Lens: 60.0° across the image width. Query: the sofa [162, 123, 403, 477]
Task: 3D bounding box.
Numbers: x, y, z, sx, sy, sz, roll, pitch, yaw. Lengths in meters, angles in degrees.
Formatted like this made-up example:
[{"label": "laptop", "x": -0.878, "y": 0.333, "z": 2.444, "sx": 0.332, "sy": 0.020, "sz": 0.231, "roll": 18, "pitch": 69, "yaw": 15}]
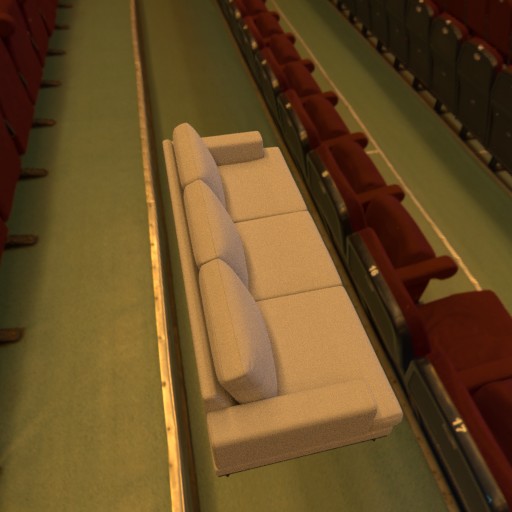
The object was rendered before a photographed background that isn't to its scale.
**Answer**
[{"label": "sofa", "x": 0.000, "y": 0.000, "z": 2.762, "sx": 0.920, "sy": 0.810, "sz": 2.310, "roll": -10, "pitch": 48, "yaw": -9}]
